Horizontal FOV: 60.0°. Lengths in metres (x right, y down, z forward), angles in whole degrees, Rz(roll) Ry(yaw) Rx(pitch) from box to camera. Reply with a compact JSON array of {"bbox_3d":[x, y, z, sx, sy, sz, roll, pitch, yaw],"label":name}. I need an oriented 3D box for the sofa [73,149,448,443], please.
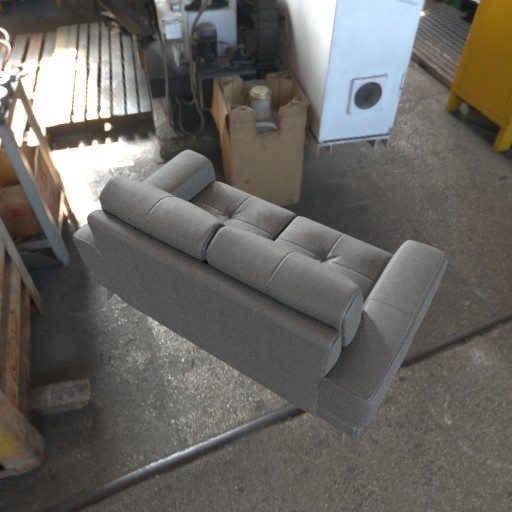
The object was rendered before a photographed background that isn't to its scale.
[{"bbox_3d":[0.000,0.000,2.424,1.806,0.907,1.018,26,52,22],"label":"sofa"}]
